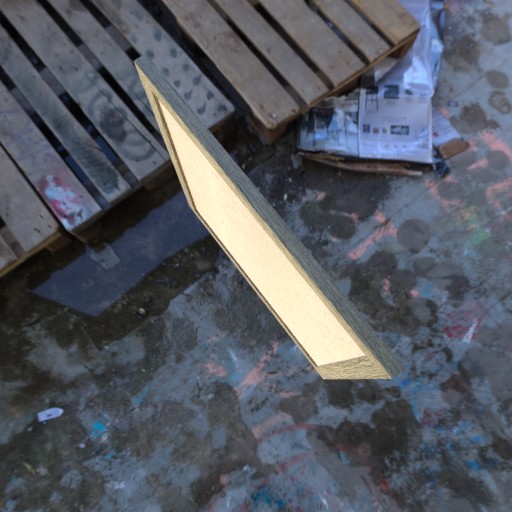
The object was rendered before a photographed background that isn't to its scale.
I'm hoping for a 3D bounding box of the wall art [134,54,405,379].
[{"bbox_3d":[0.000,0.000,0.777,0.019,0.508,0.508,-36,78,-9],"label":"wall art"}]
